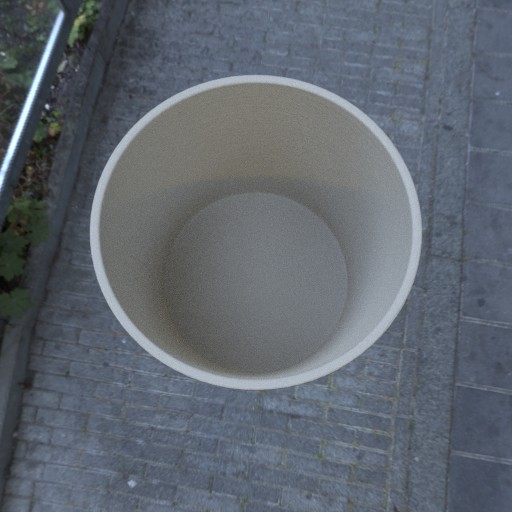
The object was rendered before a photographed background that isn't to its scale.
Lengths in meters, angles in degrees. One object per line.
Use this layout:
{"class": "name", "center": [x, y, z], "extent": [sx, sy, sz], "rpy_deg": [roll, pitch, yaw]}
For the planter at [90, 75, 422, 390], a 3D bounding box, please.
{"class": "planter", "center": [0.000, 0.000, 0.393], "extent": [0.221, 0.201, 0.221], "rpy_deg": [0, 75, 0]}
